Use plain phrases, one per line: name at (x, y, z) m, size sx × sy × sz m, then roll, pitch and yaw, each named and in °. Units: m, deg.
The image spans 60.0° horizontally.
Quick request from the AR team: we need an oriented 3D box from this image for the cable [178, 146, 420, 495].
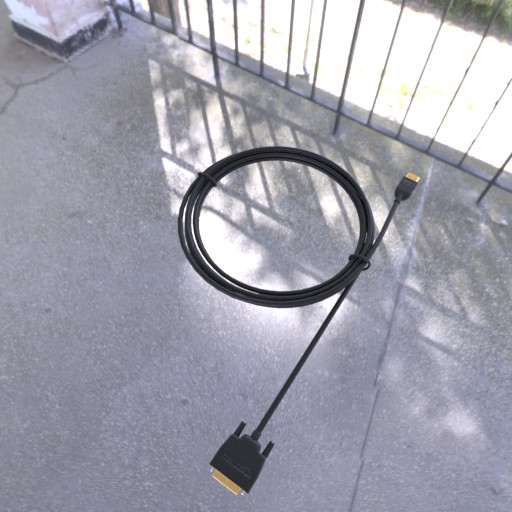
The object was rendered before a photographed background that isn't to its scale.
cable at (0.000, 0.000, 0.511) m, size 0.257 × 0.030 × 0.422 m, roll 30°, pitch 64°, yaw 16°
